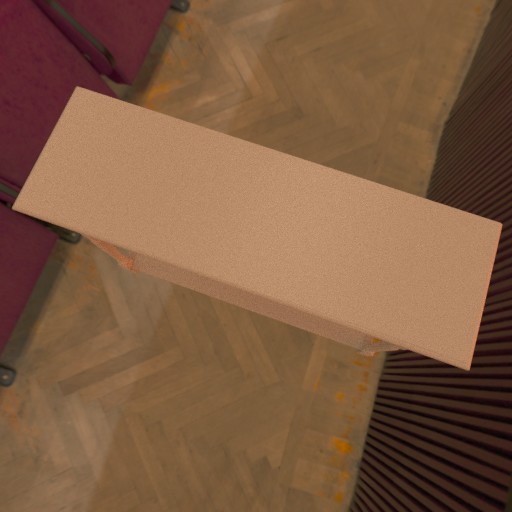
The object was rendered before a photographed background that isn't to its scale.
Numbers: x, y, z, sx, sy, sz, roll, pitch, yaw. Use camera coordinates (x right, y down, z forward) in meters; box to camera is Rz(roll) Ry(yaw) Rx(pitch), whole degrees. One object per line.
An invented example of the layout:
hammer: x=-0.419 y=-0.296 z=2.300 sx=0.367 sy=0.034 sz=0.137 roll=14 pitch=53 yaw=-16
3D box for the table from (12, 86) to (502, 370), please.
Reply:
table: x=0.000 y=0.000 z=1.517 sx=1.197 sy=0.808 sz=0.384 roll=19 pitch=76 yaw=5
